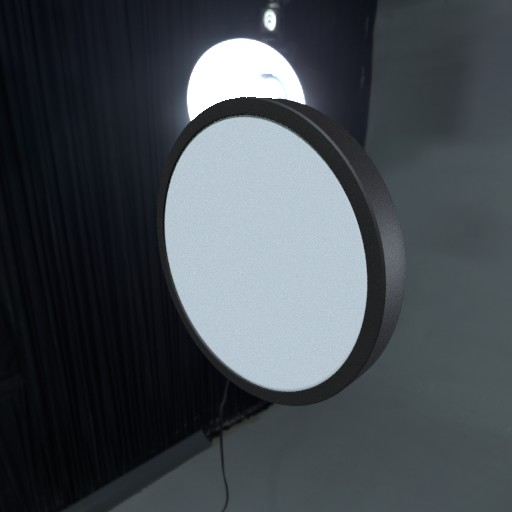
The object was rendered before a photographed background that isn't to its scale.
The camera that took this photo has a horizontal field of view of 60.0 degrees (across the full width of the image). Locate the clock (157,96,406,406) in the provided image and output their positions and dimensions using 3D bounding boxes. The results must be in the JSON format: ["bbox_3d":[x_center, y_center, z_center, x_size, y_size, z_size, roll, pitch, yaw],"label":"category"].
[{"bbox_3d":[0.000,0.000,0.433,0.293,0.293,0.040,16,24,42],"label":"clock"}]
